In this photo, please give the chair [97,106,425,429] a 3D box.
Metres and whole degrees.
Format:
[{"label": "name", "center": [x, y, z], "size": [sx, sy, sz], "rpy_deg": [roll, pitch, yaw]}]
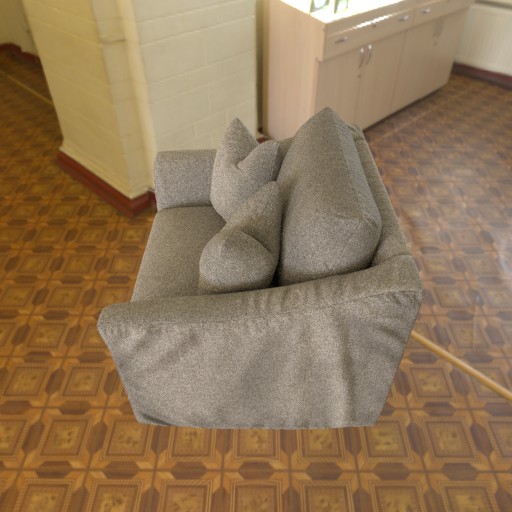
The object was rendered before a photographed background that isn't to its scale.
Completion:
[{"label": "chair", "center": [0.000, 0.000, 2.025], "size": [1.071, 1.059, 1.194], "rpy_deg": [0, 41, 0]}]
